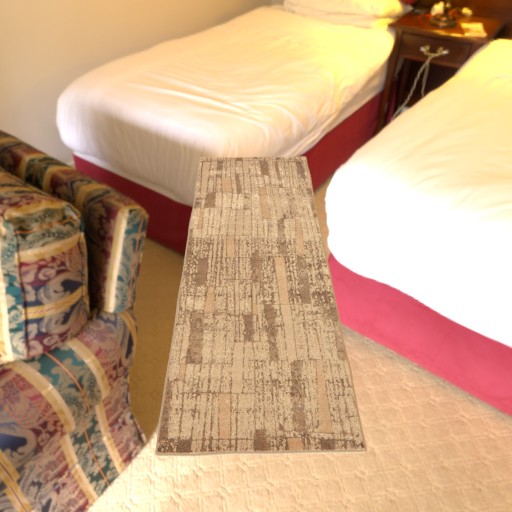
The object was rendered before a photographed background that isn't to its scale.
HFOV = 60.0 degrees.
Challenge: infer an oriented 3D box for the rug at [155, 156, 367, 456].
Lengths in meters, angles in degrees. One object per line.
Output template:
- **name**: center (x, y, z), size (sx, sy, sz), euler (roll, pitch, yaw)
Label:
- **rug**: center (0.000, 0.000, 2.652), size (0.857, 0.018, 2.383), euler (-1, 42, -1)
